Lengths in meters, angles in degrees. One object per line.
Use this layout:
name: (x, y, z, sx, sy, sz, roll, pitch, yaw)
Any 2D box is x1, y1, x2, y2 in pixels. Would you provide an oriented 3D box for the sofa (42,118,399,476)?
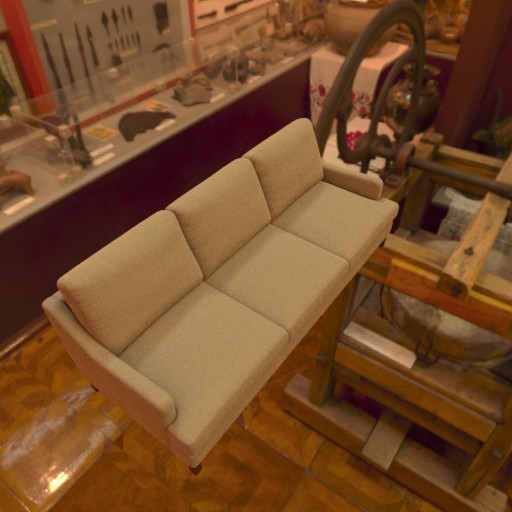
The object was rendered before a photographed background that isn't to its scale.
sofa: (0.000, 0.000, 2.848, 1.000, 0.913, 2.321, 27, 49, 26)
